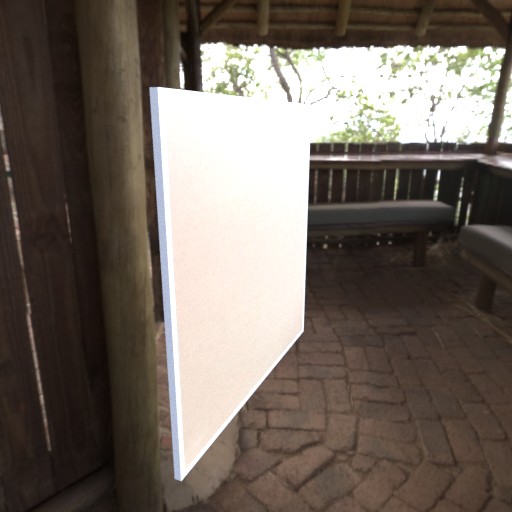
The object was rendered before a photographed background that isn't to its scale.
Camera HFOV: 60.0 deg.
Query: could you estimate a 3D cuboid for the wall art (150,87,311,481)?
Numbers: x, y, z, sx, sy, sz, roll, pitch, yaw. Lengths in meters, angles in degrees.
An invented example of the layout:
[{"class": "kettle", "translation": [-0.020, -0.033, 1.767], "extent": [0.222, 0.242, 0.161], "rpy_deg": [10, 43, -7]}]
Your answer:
[{"class": "wall art", "translation": [0.000, 0.000, 0.833], "extent": [0.012, 0.557, 0.557], "rpy_deg": [8, 18, 24]}]
